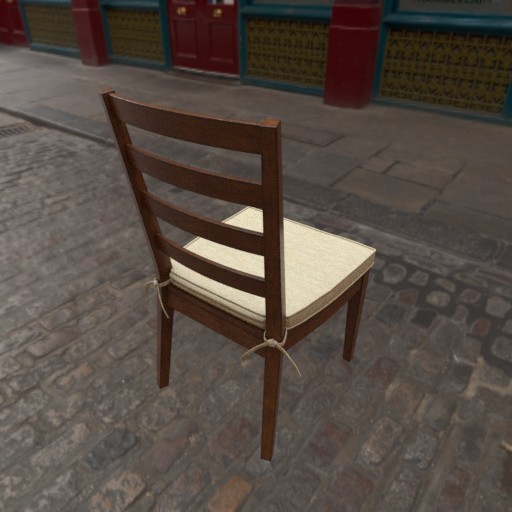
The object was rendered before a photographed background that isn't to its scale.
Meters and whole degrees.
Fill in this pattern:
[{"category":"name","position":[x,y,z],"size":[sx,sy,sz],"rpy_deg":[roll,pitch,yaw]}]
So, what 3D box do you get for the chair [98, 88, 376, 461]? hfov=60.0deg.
[{"category":"chair","position":[0.000,0.000,1.330],"size":[0.593,0.979,0.595],"rpy_deg":[22,37,31]}]
